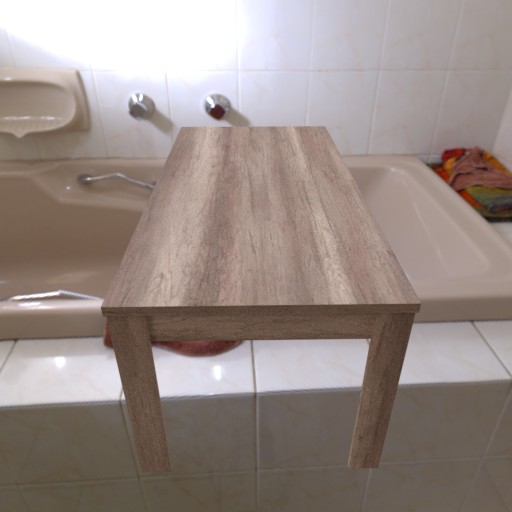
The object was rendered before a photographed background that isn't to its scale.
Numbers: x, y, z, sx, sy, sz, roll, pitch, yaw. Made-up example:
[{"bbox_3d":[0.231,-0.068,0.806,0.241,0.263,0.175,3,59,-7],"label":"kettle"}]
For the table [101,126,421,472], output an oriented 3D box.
[{"bbox_3d":[0.000,0.000,2.215,0.900,0.790,1.800,-1,32,-1],"label":"table"}]
